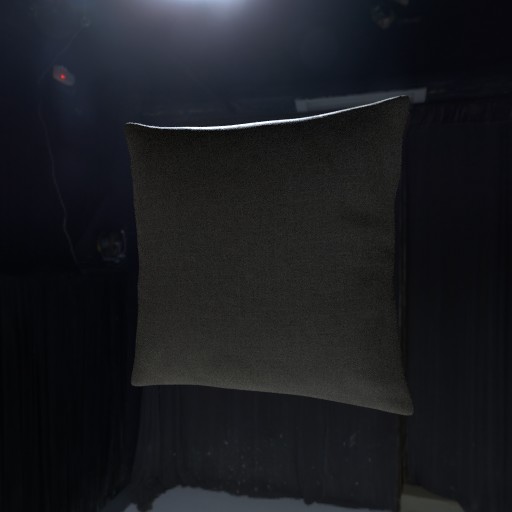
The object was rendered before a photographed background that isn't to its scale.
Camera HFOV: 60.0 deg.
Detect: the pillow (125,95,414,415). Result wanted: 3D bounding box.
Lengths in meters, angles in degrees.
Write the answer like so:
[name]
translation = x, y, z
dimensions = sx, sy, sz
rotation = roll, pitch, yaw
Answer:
[pillow]
translation = 0.000, 0.000, 0.778
dimensions = 0.523, 0.506, 0.166
rotation = 0, 1, 18
